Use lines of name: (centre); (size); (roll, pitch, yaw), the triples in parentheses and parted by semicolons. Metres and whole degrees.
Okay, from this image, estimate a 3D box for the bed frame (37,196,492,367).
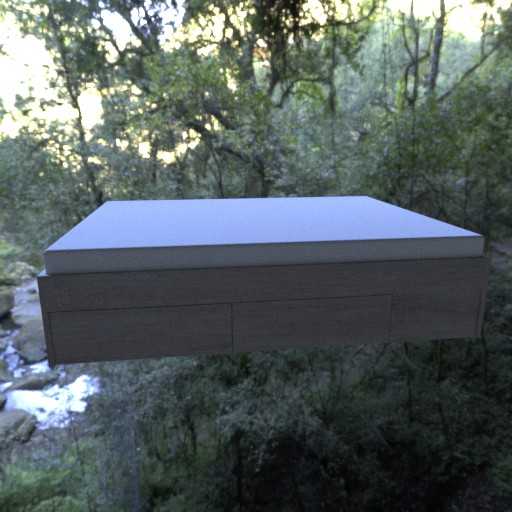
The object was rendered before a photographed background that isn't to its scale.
bed frame: (0.000, 0.000, 2.598); (1.944, 0.490, 1.448); (-2, 15, -8)
